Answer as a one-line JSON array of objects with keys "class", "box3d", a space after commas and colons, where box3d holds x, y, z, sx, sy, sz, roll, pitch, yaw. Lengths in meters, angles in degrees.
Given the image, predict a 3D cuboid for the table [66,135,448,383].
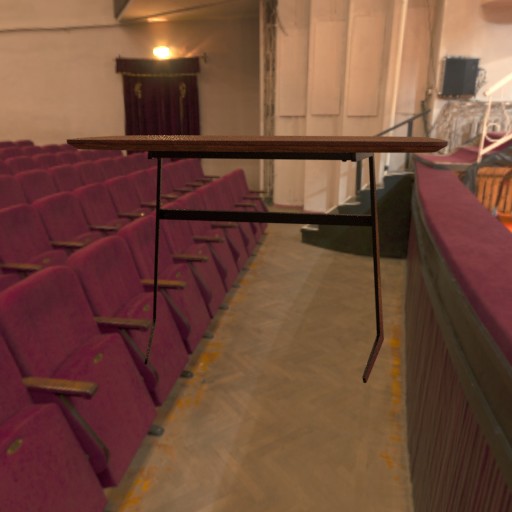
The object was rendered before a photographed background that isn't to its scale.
[{"class": "table", "box3d": [0.000, 0.000, 1.117, 0.804, 0.576, 0.361, 3, 17, 8]}]
